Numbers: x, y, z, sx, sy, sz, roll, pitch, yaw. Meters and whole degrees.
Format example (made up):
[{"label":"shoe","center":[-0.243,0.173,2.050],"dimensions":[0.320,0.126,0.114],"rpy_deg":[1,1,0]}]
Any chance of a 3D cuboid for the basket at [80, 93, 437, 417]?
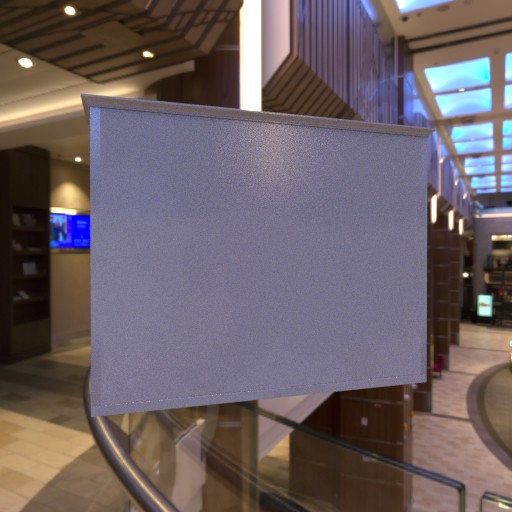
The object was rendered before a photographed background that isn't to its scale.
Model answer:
[{"label":"basket","center":[0.000,0.000,1.095],"dimensions":[0.780,0.600,0.350],"rpy_deg":[0,1,-17]}]
